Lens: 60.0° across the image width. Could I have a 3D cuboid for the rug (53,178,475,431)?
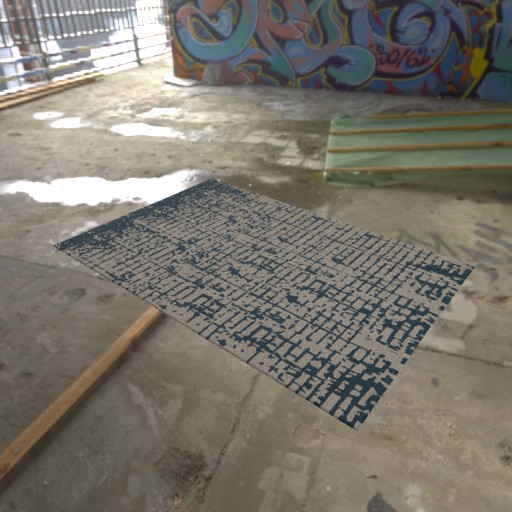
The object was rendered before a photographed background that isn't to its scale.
[{"bbox_3d":[0.000,0.000,2.299,1.828,0.007,1.220,23,39,32],"label":"rug"}]
